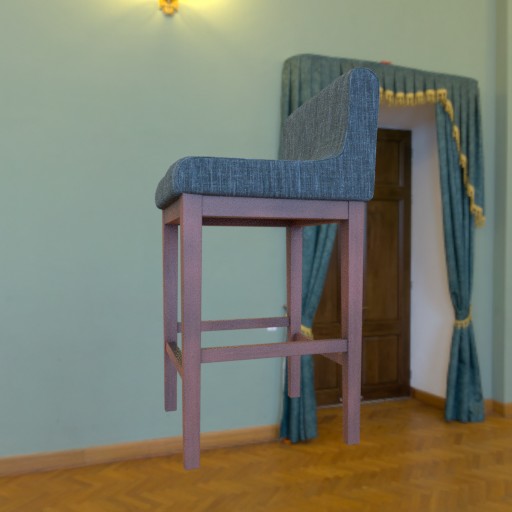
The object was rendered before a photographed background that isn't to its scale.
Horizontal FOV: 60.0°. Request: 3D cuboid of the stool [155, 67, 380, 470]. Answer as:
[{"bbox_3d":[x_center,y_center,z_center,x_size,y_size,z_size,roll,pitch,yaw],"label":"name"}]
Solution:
[{"bbox_3d":[0.000,0.000,1.093,0.459,0.835,0.395,0,1,-18],"label":"stool"}]
